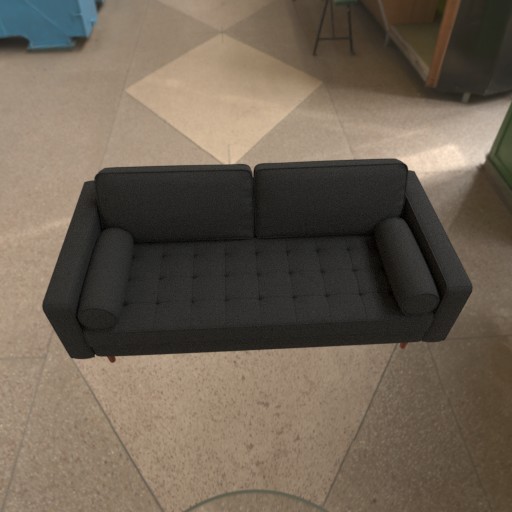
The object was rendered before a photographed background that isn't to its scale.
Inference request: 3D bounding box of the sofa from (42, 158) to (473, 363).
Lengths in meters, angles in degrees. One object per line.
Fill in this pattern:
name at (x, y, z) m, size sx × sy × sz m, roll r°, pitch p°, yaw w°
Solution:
sofa at (0.000, 0.000, 2.337) m, size 1.875 × 0.759 × 0.914 m, roll -2°, pitch 46°, yaw -2°
